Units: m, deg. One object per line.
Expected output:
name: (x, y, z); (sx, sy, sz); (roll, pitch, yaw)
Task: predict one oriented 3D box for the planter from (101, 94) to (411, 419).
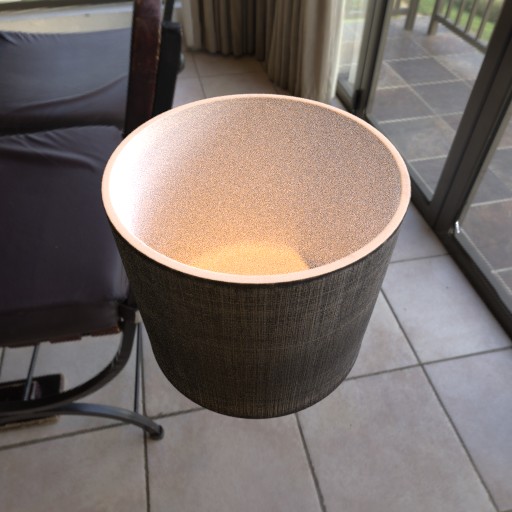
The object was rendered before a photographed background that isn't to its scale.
planter: (0.000, 0.000, 0.454); (0.254, 0.221, 0.254); (0, 47, 0)
